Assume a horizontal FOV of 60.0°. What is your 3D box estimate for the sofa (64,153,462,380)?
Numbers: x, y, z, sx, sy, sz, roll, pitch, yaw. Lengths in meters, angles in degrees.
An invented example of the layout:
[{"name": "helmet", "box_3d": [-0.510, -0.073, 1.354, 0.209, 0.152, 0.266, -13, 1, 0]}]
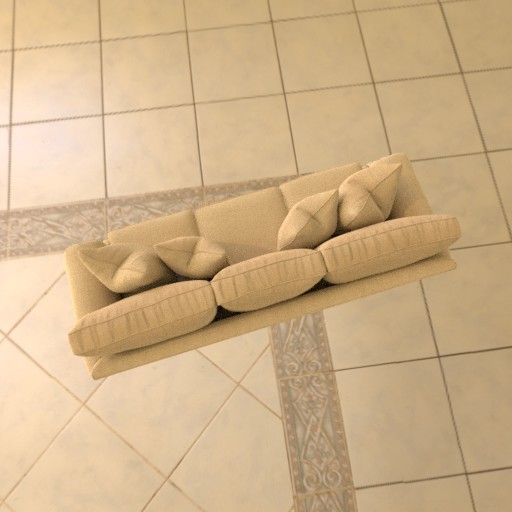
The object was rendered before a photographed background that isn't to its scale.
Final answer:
[{"name": "sofa", "box_3d": [0.000, 0.000, 2.854, 2.312, 0.975, 0.965, -16, 75, -4]}]
